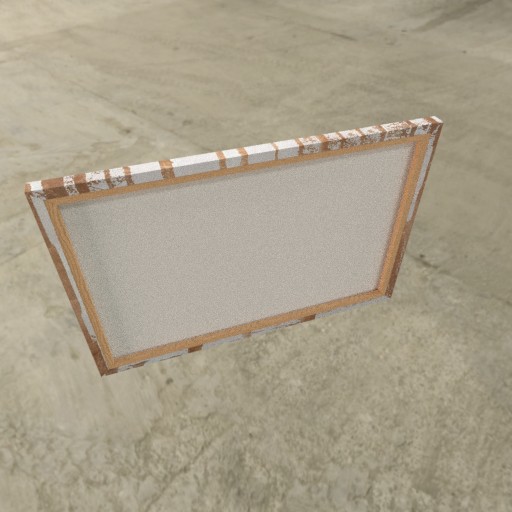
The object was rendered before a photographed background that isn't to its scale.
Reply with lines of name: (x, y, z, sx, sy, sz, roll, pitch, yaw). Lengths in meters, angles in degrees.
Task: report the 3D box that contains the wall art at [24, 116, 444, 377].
wall art: (0.000, 0.000, 1.142, 0.914, 0.609, 0.035, -13, 44, -14)
